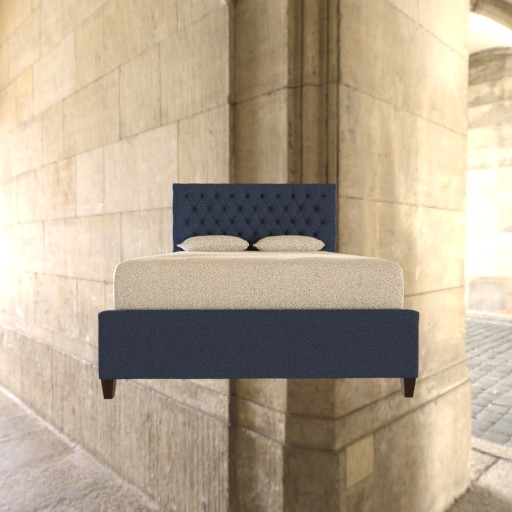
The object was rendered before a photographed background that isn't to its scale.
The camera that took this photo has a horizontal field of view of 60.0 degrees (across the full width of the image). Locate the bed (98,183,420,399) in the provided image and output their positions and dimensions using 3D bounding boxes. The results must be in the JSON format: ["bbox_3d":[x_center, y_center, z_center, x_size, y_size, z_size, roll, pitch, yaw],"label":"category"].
[{"bbox_3d":[0.000,0.000,3.472,1.706,1.427,2.387,0,2,-1],"label":"bed"}]
